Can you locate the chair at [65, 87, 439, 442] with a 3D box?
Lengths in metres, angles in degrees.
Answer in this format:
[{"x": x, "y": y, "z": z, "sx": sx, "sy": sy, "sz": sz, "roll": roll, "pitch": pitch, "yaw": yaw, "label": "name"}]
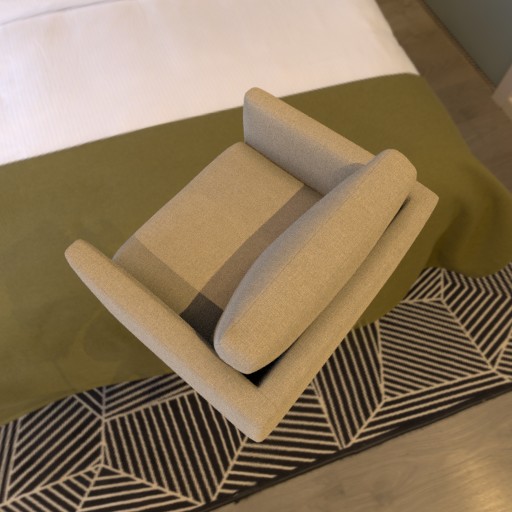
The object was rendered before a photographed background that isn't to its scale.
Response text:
[{"x": 0.000, "y": 0.000, "z": 1.862, "sx": 0.959, "sy": 0.963, "sz": 1.107, "roll": 37, "pitch": 69, "yaw": 16, "label": "chair"}]
